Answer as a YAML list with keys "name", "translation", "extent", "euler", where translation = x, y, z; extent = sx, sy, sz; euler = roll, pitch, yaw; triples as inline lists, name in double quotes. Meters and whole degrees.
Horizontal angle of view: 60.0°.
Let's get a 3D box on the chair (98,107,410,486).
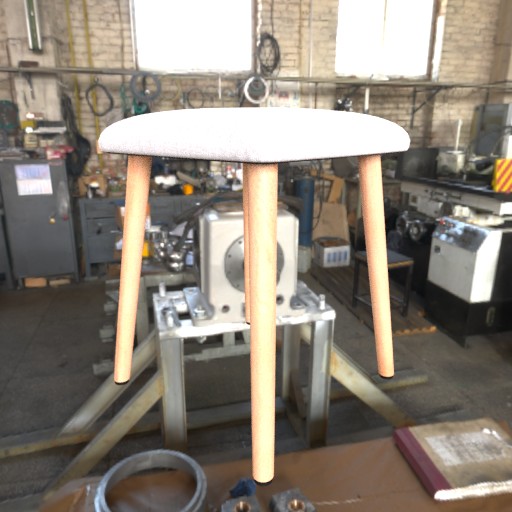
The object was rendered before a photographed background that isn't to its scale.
- name: "chair"
  translation: [0.000, 0.000, 0.697]
  extent: [0.350, 0.440, 0.350]
  euler: [14, 22, 41]
